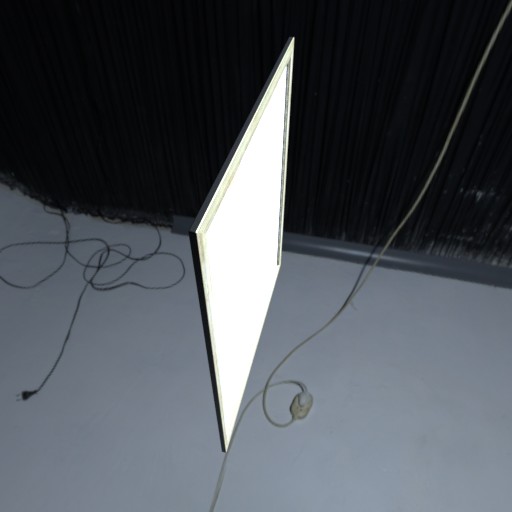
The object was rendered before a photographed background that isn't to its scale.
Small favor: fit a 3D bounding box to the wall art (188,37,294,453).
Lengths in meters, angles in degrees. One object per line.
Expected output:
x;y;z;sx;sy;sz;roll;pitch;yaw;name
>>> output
0.000;0.000;0.774;0.009;0.559;0.483;10;47;10;wall art
